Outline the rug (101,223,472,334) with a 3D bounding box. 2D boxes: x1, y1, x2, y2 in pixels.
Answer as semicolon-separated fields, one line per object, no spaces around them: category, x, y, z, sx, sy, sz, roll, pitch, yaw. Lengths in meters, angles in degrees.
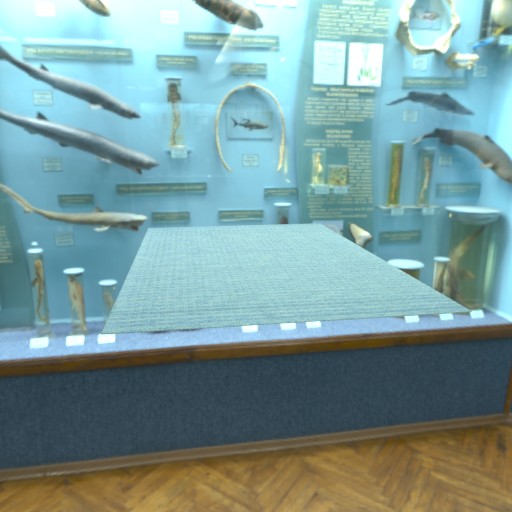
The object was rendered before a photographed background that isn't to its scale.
rug;0.000;0.000;3.706;1.982;0.006;2.895;-2;14;-9
